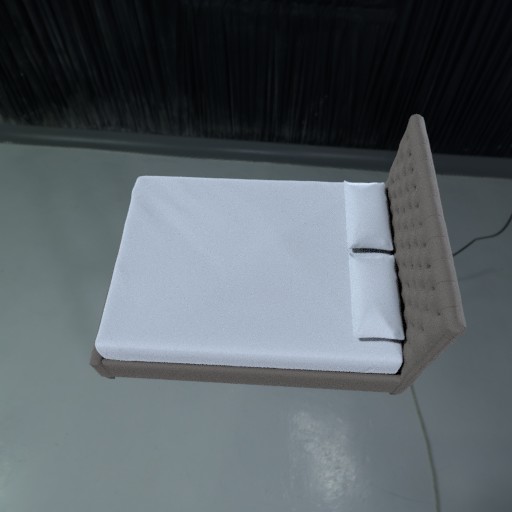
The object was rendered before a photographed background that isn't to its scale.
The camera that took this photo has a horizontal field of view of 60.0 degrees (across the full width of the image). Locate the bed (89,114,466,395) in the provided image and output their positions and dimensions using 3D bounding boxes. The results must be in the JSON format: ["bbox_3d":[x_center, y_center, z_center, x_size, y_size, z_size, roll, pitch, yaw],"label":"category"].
[{"bbox_3d":[0.000,0.000,3.419,2.387,1.427,1.698,3,59,2],"label":"bed"}]
